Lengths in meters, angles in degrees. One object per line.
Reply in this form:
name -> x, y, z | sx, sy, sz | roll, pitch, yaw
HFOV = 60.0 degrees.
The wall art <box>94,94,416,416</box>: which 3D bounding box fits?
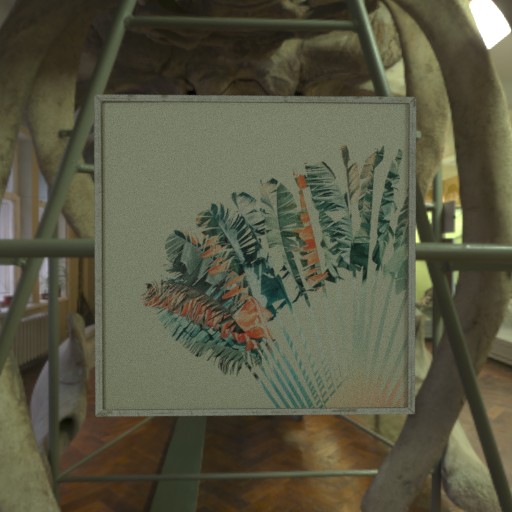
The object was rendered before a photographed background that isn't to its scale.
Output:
wall art -> 0.000, 0.000, 0.439 | 0.305, 0.303, 0.038 | 0, 1, -1
